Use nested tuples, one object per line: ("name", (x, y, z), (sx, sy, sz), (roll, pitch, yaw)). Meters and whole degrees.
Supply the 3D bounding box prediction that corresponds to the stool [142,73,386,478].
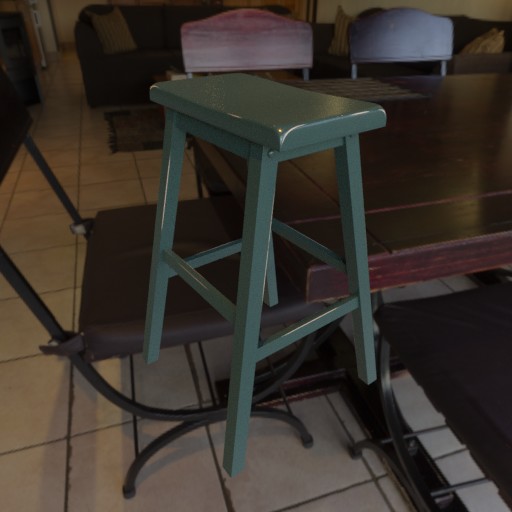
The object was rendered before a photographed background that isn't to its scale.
("stool", (0.000, 0.000, 1.048), (0.476, 0.737, 0.457), (-21, 37, -31))
